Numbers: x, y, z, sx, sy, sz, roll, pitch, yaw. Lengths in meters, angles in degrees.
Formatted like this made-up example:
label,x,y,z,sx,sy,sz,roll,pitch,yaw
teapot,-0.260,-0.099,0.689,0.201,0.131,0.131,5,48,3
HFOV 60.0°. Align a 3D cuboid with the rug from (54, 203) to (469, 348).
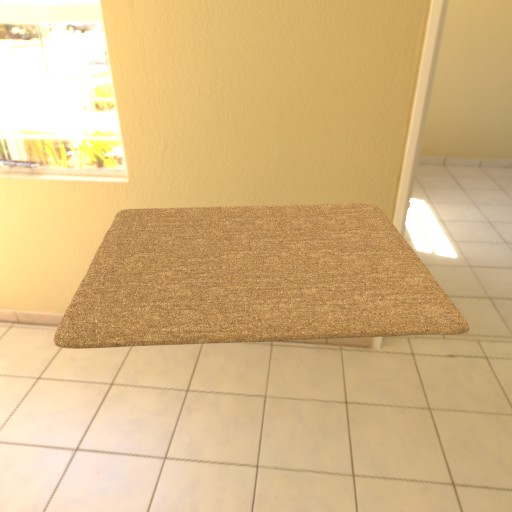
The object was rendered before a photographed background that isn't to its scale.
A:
label,x,y,z,sx,sy,sz,roll,pitch,yaw
rug,0.000,0.000,3.901,2.873,0.050,2.242,-2,30,-3
